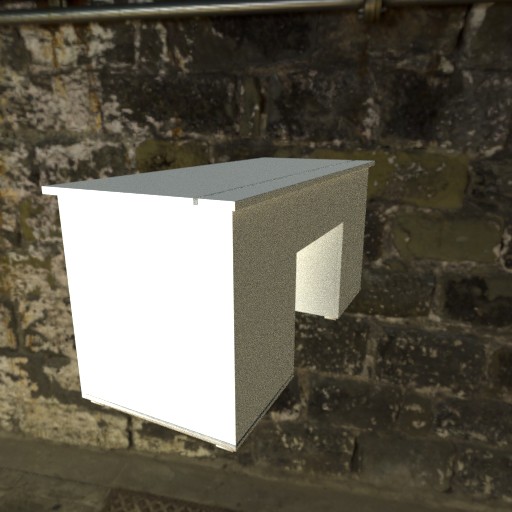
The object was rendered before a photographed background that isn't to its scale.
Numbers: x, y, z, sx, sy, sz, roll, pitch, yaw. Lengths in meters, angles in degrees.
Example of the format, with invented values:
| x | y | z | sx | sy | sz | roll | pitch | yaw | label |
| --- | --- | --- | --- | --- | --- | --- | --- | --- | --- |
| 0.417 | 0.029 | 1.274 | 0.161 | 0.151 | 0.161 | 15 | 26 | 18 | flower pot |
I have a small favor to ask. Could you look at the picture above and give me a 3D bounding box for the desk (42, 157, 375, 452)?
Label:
| x | y | z | sx | sy | sz | roll | pitch | yaw | label |
| --- | --- | --- | --- | --- | --- | --- | --- | --- | --- |
| 0.000 | 0.000 | 1.986 | 0.670 | 0.760 | 1.580 | 8 | 18 | 25 | desk |
